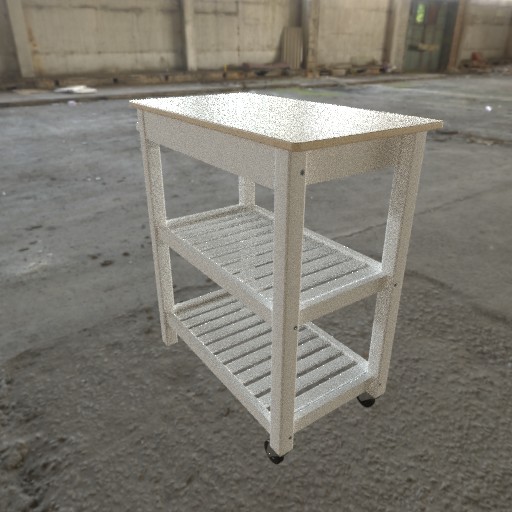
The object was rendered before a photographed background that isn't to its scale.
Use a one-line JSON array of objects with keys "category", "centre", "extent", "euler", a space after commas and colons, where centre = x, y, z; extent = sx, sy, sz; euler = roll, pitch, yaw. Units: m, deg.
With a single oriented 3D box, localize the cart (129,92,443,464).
[{"category": "cart", "centre": [0.000, 0.000, 1.453], "extent": [0.457, 0.927, 0.899], "euler": [-17, 30, -31]}]
